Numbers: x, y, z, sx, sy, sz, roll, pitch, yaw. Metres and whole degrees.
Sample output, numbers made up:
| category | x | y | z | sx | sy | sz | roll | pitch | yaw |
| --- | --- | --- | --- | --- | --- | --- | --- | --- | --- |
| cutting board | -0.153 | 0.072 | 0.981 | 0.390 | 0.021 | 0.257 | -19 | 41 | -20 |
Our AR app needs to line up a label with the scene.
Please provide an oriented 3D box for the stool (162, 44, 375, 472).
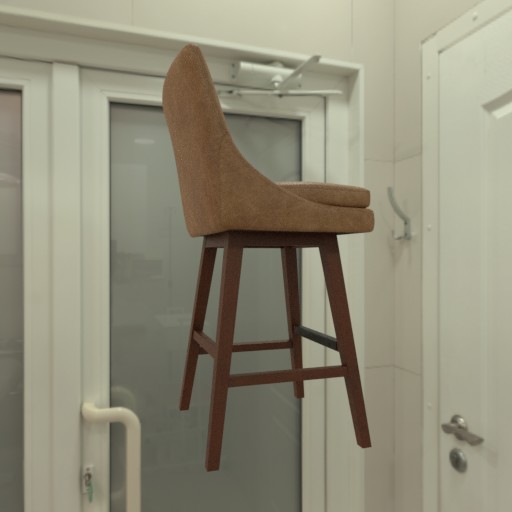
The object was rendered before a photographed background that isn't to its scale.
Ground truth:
| category | x | y | z | sx | sy | sz | roll | pitch | yaw |
| --- | --- | --- | --- | --- | --- | --- | --- | --- | --- |
| stool | 0.000 | 0.000 | 1.399 | 0.572 | 1.079 | 0.487 | 0 | 0 | -18 |
